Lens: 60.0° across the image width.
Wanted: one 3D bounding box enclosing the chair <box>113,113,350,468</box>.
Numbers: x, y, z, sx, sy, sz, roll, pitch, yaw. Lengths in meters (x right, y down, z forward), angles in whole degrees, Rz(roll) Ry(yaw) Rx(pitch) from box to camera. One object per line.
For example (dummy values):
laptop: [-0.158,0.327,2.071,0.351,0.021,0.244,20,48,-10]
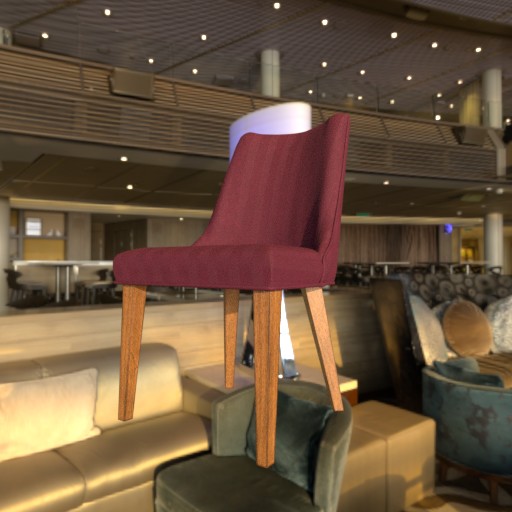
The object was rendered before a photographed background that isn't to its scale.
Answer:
chair: [0.000,0.000,1.347,0.548,0.916,0.638,-1,-1,36]
